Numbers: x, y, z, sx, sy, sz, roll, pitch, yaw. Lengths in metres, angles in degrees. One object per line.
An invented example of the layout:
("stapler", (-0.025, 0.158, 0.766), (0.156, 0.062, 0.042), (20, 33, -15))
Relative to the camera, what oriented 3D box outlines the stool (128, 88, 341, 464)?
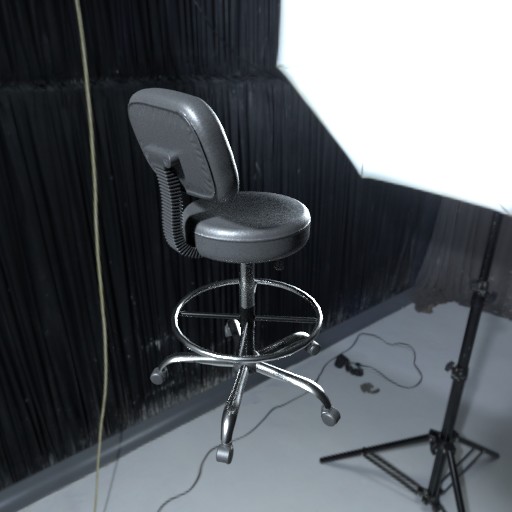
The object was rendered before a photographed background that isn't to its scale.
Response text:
("stool", (0.000, 0.000, 1.480), (0.658, 1.069, 0.694), (-18, 30, -33))
